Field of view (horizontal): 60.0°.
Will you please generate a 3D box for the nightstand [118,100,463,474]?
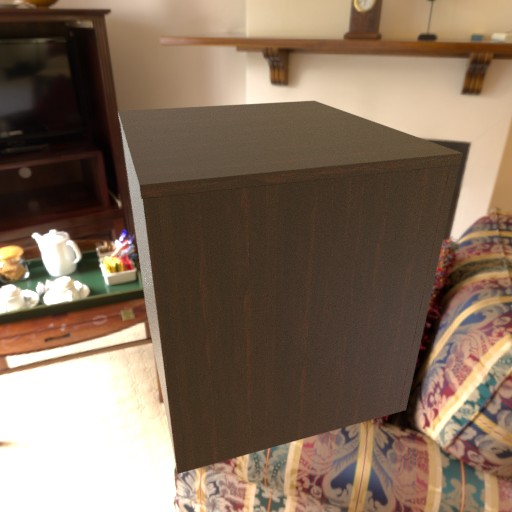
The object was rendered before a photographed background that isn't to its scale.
[{"bbox_3d":[0.000,0.000,0.807,0.400,0.460,0.461,-9,29,-16],"label":"nightstand"}]
